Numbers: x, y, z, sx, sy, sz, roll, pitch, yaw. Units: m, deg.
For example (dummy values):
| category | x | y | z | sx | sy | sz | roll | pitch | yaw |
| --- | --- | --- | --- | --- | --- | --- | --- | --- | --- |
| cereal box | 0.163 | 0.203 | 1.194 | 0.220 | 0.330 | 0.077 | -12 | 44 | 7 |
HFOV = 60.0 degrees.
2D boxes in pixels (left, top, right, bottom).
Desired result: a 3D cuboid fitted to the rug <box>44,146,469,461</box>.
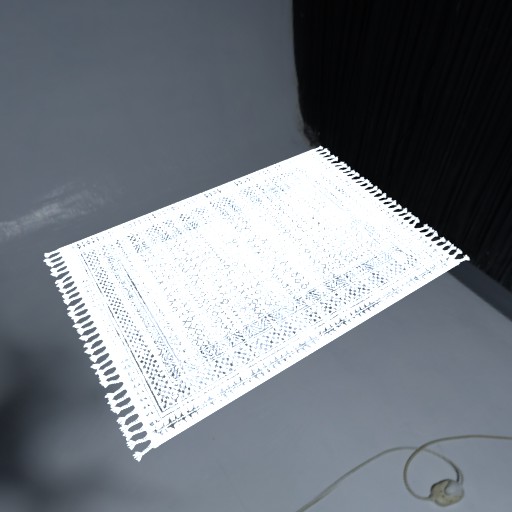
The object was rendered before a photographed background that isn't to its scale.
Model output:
| category | x | y | z | sx | sy | sz | roll | pitch | yaw |
| --- | --- | --- | --- | --- | --- | --- | --- | --- | --- |
| rug | 0.000 | 0.000 | 2.303 | 1.872 | 0.013 | 1.243 | -25 | 52 | -22 |
